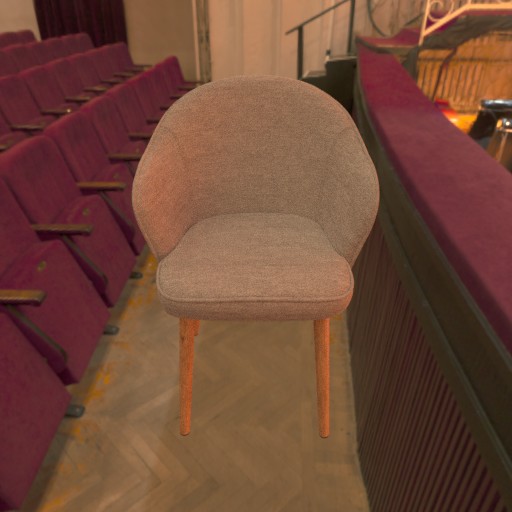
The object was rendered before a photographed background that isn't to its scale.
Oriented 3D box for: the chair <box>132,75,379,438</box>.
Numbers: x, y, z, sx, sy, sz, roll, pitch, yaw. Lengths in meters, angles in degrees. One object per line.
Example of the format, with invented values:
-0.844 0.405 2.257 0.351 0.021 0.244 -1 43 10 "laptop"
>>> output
0.000 0.000 1.138 0.540 0.800 0.530 1 30 1 "chair"
